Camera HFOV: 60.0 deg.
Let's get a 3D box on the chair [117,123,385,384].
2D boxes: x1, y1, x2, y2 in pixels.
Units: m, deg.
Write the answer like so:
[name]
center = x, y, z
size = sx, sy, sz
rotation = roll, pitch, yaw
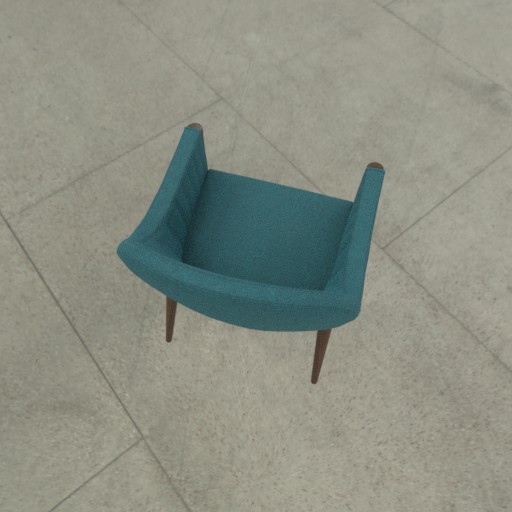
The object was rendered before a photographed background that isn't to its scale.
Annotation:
[chair]
center = 0.000, 0.000, 1.388
size = 0.656, 0.907, 0.652
rotation = 14, 64, 7
